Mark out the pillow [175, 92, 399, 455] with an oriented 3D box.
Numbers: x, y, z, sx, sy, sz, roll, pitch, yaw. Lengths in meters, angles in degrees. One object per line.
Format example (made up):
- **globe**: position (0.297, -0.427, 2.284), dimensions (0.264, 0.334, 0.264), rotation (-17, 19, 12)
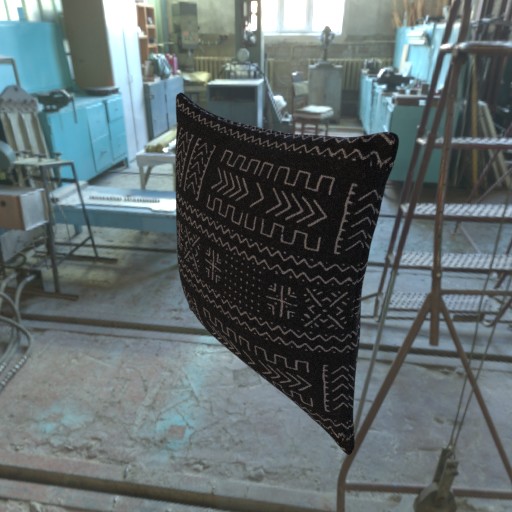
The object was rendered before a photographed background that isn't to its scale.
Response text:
- **pillow**: position (0.000, 0.000, 0.661), dimensions (0.164, 0.430, 0.438), rotation (-19, 32, -32)
